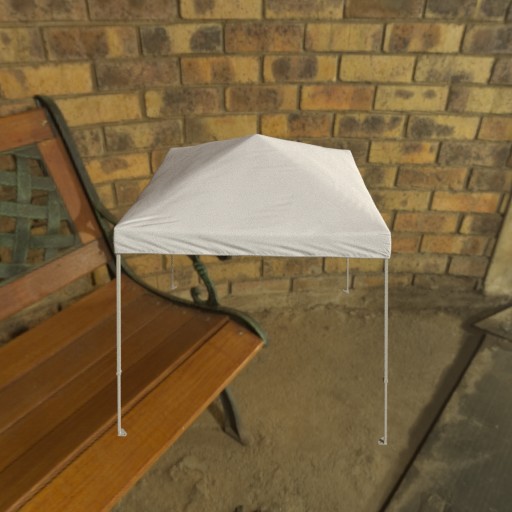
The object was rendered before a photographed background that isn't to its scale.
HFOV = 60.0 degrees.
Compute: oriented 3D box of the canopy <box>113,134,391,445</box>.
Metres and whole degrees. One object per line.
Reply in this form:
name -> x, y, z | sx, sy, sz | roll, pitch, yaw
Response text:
canopy -> 0.000, 0.000, 6.567 | 3.600, 3.600, 3.599 | 1, 30, 2
